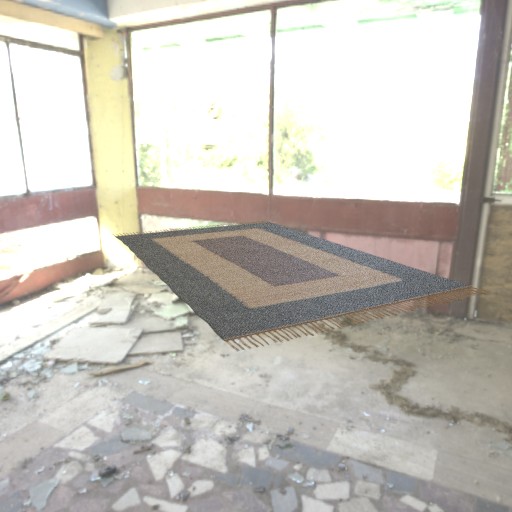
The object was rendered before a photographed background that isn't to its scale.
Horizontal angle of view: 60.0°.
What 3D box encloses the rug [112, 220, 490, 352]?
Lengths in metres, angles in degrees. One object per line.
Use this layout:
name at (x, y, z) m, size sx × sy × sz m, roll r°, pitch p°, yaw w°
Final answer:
rug at (0.000, 0.000, 1.886) m, size 0.920 × 0.013 × 1.541 m, roll -7°, pitch 16°, yaw -27°
